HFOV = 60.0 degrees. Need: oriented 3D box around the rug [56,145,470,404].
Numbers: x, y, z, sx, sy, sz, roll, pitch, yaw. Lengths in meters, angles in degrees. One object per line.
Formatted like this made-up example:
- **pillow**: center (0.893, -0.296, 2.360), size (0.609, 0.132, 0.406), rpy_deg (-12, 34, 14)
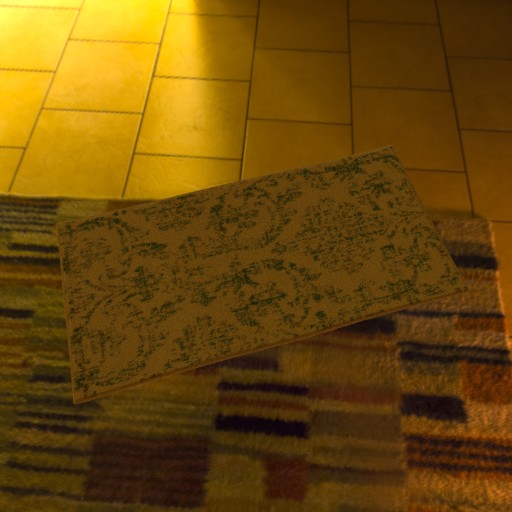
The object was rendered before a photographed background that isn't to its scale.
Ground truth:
- **rug**: center (0.000, 0.000, 1.427), size (1.220, 0.007, 0.605), rpy_deg (-14, 64, -7)
